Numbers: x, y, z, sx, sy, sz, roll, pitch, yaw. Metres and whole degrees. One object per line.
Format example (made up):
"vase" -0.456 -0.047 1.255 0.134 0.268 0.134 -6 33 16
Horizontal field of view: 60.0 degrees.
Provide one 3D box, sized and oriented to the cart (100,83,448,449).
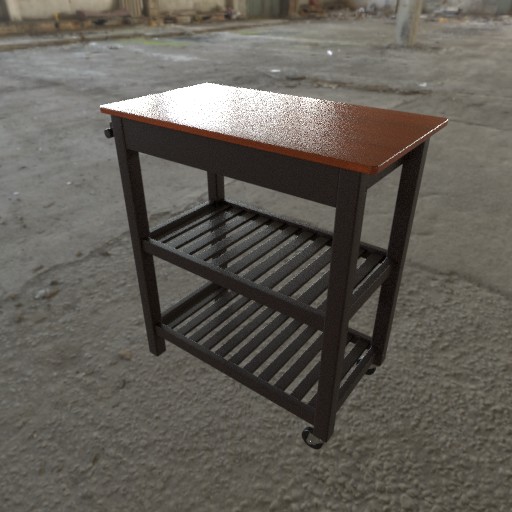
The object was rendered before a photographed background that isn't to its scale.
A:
"cart" 0.000 0.000 1.449 0.899 0.927 0.457 21 37 31
